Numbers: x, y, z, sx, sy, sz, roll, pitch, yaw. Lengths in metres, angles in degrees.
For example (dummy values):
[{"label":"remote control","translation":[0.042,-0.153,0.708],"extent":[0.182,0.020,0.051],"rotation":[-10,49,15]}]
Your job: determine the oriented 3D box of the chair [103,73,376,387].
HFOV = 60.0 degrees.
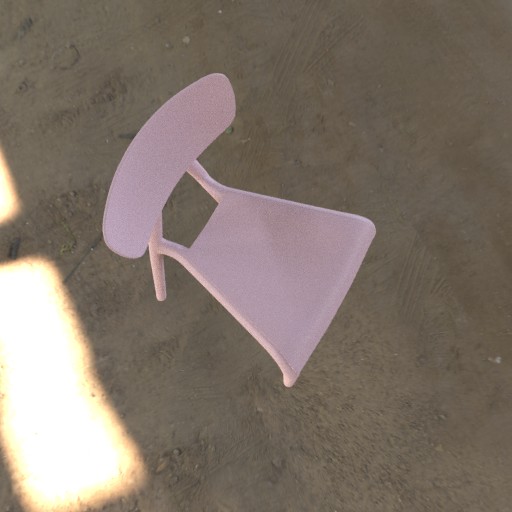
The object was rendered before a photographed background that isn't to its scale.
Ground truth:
[{"label":"chair","translation":[0.000,0.000,0.842],"extent":[0.401,0.580,0.356],"rotation":[30,78,7]}]
